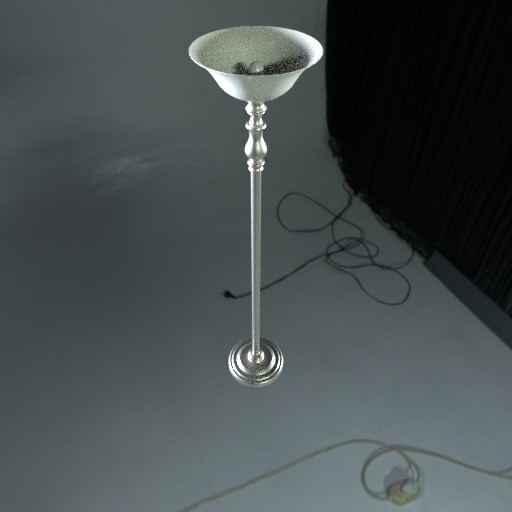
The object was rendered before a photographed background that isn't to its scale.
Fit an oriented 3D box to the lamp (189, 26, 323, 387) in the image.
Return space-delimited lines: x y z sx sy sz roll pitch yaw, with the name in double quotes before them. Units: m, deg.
"lamp" 0.000 0.000 1.965 0.405 1.771 0.405 -23 49 -21
